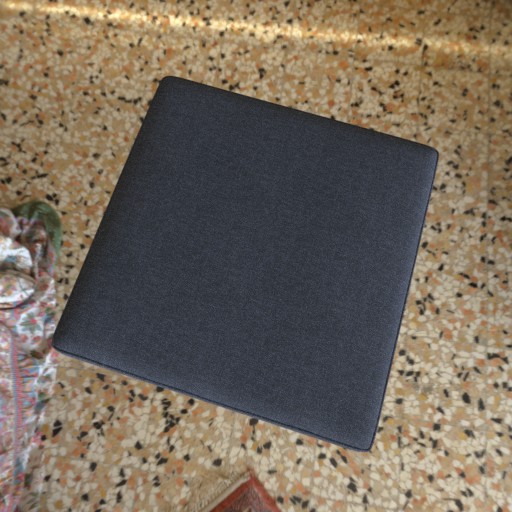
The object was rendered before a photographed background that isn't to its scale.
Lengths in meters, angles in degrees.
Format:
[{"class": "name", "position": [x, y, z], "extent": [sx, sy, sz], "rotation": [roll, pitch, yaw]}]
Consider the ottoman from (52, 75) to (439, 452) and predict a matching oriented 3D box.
[{"class": "ottoman", "position": [0.000, 0.000, 1.534], "extent": [1.000, 0.439, 1.000], "rotation": [17, 76, 4]}]
